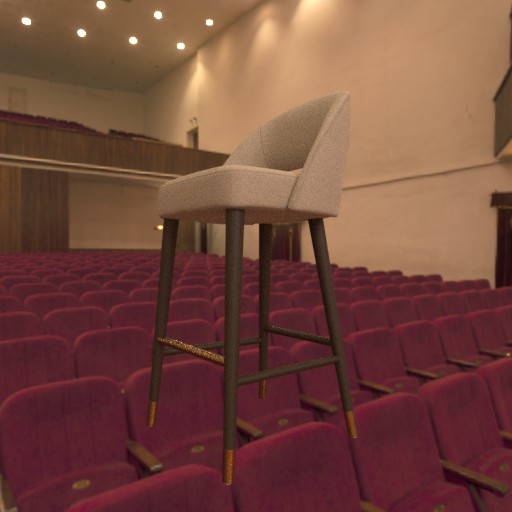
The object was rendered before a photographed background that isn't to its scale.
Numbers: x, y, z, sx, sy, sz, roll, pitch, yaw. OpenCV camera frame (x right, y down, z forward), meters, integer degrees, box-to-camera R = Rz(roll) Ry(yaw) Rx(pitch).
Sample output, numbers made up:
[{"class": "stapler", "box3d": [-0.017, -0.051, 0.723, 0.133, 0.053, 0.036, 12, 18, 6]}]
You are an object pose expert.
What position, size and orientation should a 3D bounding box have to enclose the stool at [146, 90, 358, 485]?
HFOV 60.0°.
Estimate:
[{"class": "stool", "box3d": [0.000, 0.000, 1.329, 0.509, 1.037, 0.494, 0, 0, -37]}]
